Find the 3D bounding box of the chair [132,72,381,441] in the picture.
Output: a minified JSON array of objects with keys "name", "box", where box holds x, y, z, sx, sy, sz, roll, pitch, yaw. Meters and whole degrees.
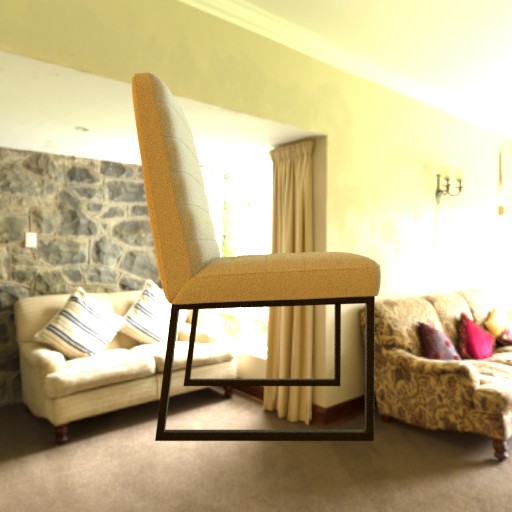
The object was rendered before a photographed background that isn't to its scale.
[{"name":"chair","box":[0.000,0.000,1.345,0.634,0.930,0.520,0,1,0]}]
